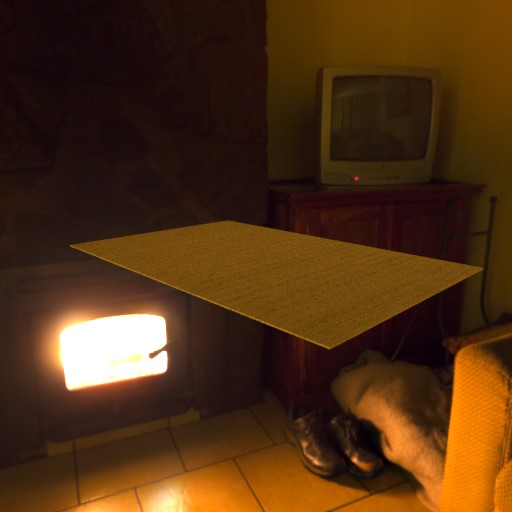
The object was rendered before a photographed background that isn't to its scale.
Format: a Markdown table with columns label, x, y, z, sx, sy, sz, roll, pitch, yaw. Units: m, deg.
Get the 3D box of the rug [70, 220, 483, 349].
| label | x | y | z | sx | sy | sz | roll | pitch | yaw |
| --- | --- | --- | --- | --- | --- | --- | --- | --- | --- |
| rug | 0.000 | 0.000 | 2.211 | 1.142 | 0.006 | 1.752 | -14 | 20 | -43 |
